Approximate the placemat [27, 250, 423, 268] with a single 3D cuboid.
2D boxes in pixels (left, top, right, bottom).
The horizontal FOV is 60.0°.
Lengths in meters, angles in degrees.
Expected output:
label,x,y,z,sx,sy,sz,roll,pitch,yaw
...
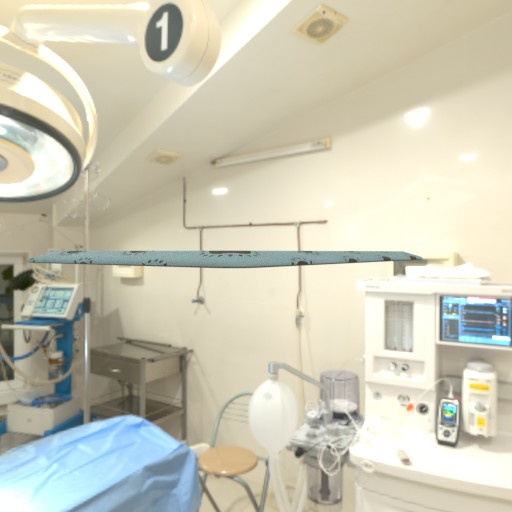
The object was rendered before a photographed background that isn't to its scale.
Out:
label,x,y,z,sx,sy,sz,roll,pitch,yaw
placemat,0.000,0.000,0.959,0.508,0.021,0.762,0,1,36
